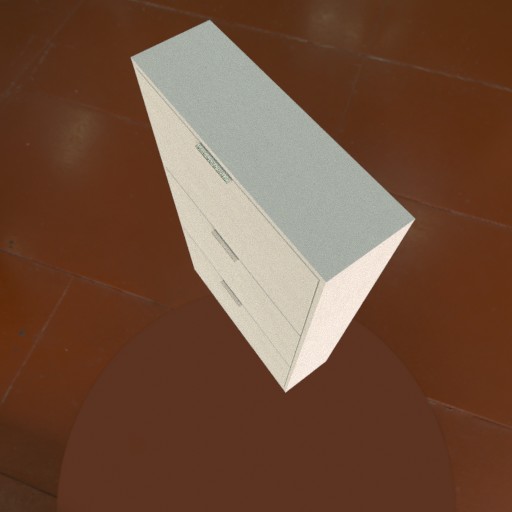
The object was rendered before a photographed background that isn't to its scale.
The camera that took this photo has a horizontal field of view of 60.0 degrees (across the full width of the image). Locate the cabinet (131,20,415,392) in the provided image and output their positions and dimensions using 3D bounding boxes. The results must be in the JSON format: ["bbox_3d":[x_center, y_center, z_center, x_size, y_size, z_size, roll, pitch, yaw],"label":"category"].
[{"bbox_3d":[0.000,0.000,1.571,0.250,1.280,0.750,-33,69,-15],"label":"cabinet"}]
